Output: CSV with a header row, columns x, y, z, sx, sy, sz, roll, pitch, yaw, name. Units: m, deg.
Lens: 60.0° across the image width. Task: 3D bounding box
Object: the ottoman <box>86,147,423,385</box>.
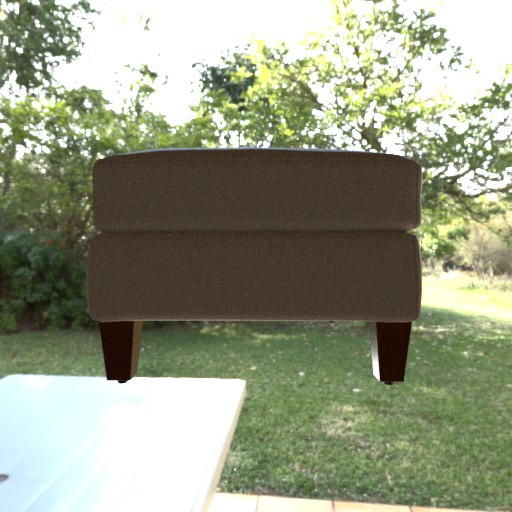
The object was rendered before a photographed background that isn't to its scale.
x,y,z,sx,sy,sz,roll,pitch,yaw,name
0.000,0.000,1.202,0.634,0.479,0.818,0,1,1,ottoman
